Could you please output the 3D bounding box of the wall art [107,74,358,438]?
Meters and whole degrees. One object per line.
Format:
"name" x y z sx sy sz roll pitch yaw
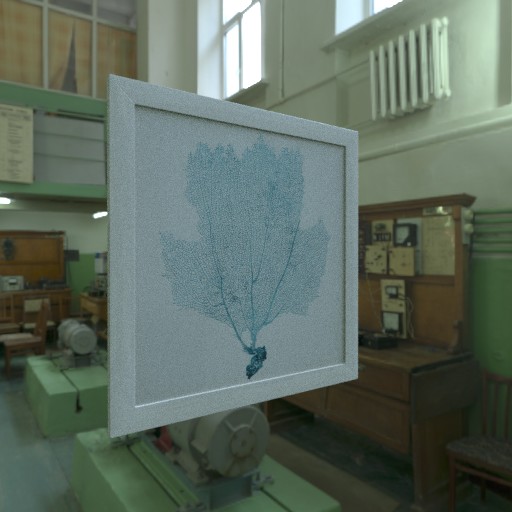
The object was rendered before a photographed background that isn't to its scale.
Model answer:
"wall art" 0.000 0.000 0.884 0.584 0.584 0.013 0 1 -35
